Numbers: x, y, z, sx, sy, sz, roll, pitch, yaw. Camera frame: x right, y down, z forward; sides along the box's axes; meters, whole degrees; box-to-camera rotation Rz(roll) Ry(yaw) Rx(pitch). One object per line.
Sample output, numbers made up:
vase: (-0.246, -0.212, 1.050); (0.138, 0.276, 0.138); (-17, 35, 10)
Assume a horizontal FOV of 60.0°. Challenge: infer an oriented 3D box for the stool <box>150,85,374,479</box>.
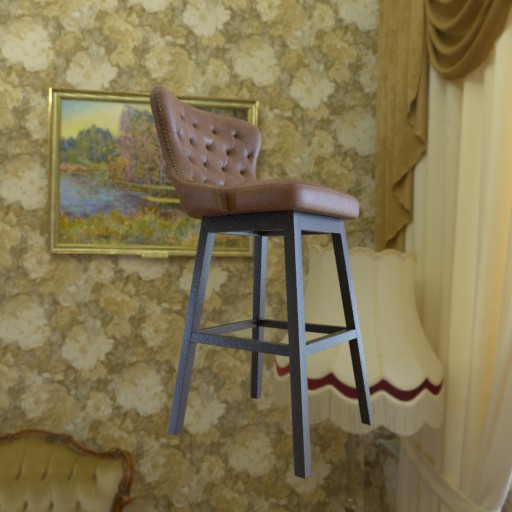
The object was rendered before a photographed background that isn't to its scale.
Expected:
stool: (0.000, 0.000, 1.396); (0.601, 1.050, 0.528); (0, 0, 36)
